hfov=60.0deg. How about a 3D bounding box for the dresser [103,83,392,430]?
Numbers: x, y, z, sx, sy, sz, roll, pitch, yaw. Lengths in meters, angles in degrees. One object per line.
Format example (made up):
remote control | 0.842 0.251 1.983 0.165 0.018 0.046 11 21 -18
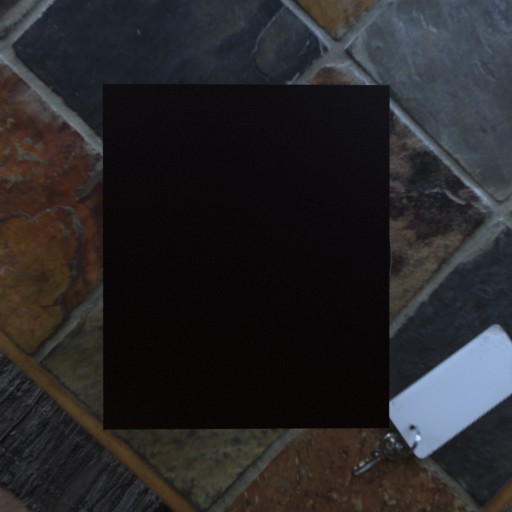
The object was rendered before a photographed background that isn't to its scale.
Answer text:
dresser | 0.000 0.000 0.749 0.360 0.470 0.400 0 90 -1
